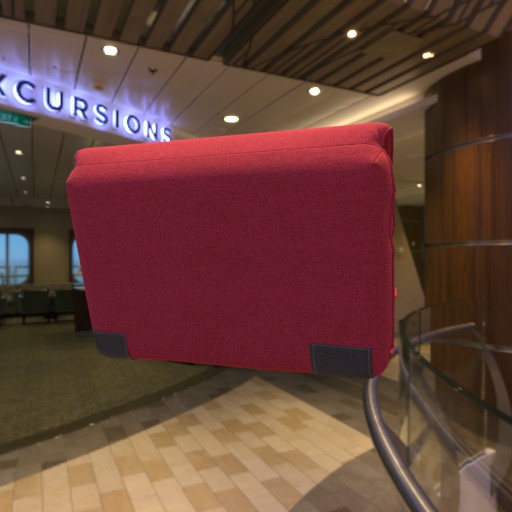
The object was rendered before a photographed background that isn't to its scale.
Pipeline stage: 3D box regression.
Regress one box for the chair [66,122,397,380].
[{"bbox_3d":[0.000,0.000,1.350,0.820,0.580,0.780,0,0,18],"label":"chair"}]
